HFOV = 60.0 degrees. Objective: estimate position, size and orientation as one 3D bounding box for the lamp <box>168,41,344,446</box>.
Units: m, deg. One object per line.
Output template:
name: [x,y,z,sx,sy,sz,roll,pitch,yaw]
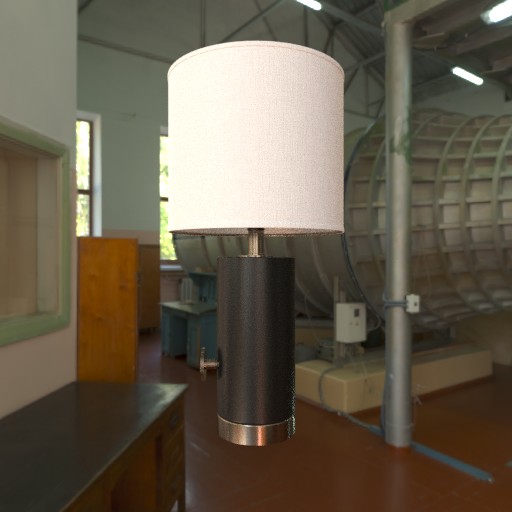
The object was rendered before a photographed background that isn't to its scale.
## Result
lamp: [0.000,0.000,0.616,0.240,0.482,0.241,0,0,-1]
